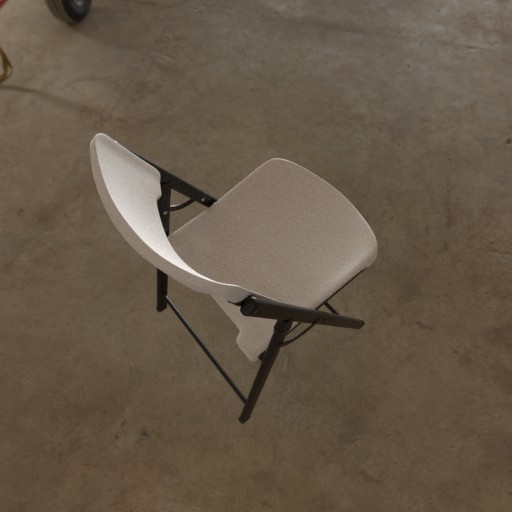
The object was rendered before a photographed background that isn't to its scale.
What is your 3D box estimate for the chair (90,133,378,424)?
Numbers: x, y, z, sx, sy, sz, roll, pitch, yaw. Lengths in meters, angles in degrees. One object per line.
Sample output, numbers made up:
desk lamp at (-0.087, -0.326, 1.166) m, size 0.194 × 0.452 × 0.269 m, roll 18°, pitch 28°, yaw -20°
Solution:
chair at (0.000, 0.000, 1.133) m, size 0.577 × 0.765 × 0.482 m, roll -34°, pitch 63°, yaw -20°
